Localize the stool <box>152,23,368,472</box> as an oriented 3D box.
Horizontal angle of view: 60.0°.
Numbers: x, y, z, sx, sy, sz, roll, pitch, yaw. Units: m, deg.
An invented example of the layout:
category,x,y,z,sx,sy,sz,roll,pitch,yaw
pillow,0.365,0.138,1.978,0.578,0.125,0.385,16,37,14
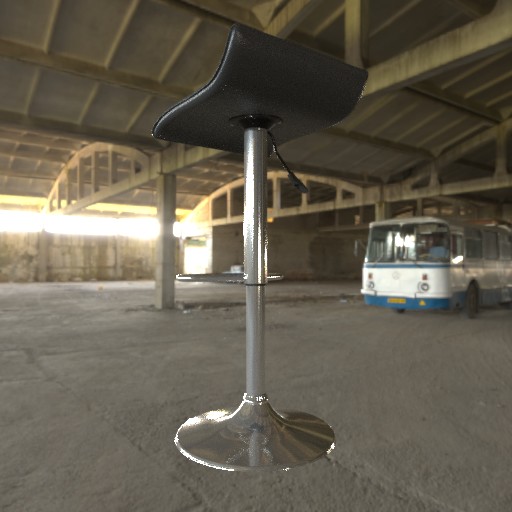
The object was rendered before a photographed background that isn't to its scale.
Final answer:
category,x,y,z,sx,sy,sz,roll,pitch,yaw
stool,0.000,0.000,1.062,0.381,0.851,0.381,1,-1,-36
